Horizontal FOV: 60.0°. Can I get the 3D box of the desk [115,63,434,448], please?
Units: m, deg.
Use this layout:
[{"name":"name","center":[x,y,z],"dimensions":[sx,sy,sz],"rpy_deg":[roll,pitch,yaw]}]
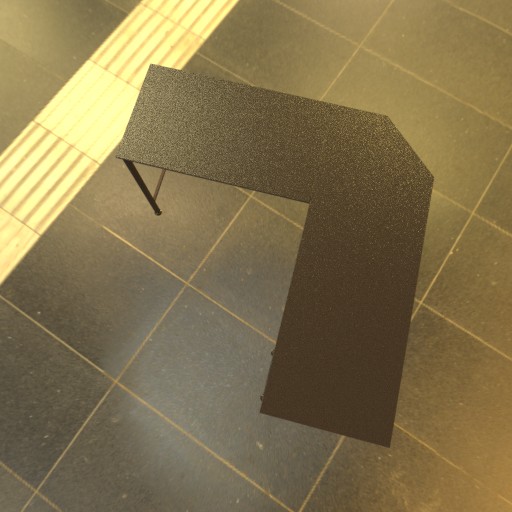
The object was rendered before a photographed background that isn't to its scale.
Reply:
[{"name":"desk","center":[0.000,0.000,2.221],"dimensions":[1.379,0.739,1.379],"rpy_deg":[14,75,4]}]
